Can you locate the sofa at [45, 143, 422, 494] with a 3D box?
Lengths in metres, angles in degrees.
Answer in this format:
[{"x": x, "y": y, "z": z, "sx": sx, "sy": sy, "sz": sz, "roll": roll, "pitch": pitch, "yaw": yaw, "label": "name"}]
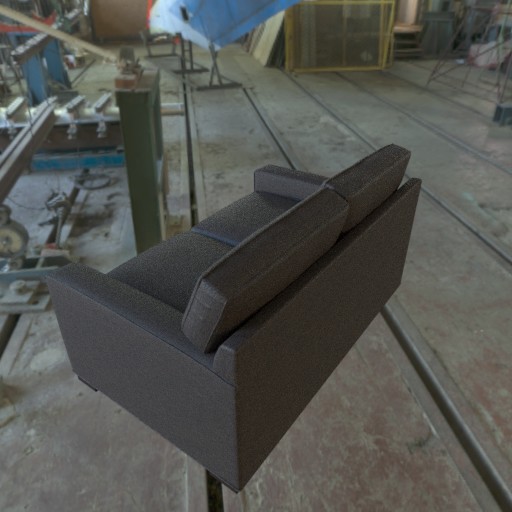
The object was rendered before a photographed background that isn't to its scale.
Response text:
[{"x": 0.000, "y": 0.000, "z": 2.079, "sx": 0.974, "sy": 0.887, "sz": 1.534, "roll": 21, "pitch": 37, "yaw": 30, "label": "sofa"}]
